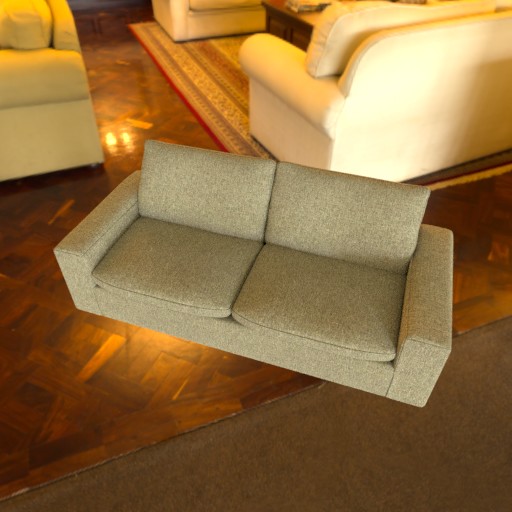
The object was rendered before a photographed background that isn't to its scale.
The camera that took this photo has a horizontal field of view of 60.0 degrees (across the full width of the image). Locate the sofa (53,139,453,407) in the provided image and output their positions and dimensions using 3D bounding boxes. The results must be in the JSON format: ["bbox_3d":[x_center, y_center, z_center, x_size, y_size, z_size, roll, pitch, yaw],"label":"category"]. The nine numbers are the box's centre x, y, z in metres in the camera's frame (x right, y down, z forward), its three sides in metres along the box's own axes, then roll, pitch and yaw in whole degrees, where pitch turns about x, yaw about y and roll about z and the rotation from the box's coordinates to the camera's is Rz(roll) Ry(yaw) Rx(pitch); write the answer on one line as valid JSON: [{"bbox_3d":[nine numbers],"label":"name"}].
[{"bbox_3d":[0.000,0.000,2.791,2.299,0.922,1.040,13,43,14],"label":"sofa"}]
